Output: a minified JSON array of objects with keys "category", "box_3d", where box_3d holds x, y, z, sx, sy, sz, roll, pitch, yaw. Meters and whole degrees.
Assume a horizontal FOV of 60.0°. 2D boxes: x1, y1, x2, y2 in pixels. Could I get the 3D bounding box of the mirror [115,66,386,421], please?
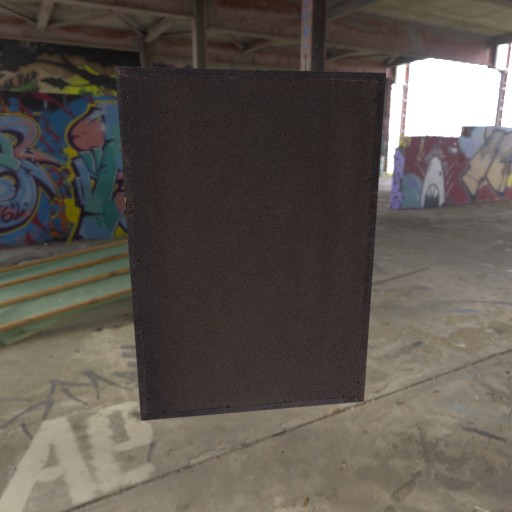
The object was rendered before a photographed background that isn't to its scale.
[{"category":"mirror","box_3d":[0.000,0.000,1.273,0.705,0.996,0.025,-2,14,-8]}]
